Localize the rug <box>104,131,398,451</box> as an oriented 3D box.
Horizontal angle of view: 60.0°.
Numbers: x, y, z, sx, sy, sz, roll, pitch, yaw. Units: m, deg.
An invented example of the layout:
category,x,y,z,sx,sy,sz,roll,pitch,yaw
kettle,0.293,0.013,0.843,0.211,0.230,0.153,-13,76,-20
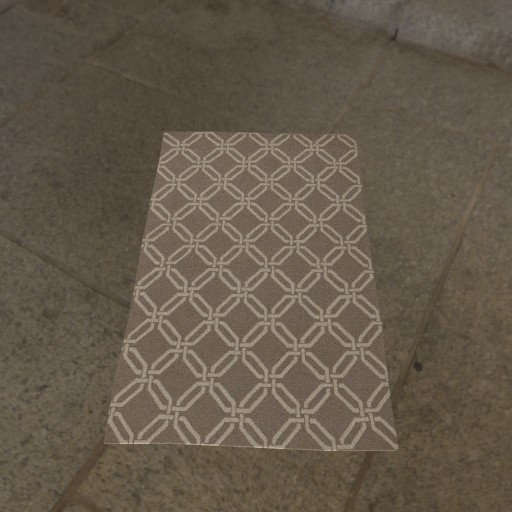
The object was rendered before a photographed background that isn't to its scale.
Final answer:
category,x,y,z,sx,sy,sz,roll,pitch,yaw
rug,0.000,0.000,2.165,1.142,0.010,1.748,1,57,1
